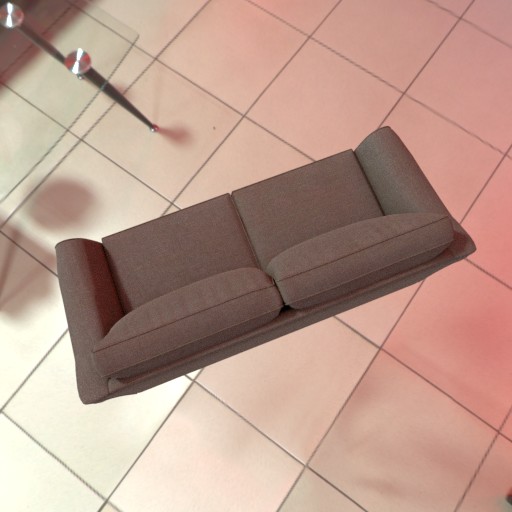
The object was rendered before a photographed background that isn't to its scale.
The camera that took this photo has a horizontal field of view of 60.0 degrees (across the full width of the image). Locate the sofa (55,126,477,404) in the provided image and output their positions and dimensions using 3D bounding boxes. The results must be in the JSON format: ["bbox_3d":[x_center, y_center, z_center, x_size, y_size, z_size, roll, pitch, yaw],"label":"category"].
[{"bbox_3d":[0.000,0.000,2.723,2.270,0.906,0.986,-21,76,-5],"label":"sofa"}]
